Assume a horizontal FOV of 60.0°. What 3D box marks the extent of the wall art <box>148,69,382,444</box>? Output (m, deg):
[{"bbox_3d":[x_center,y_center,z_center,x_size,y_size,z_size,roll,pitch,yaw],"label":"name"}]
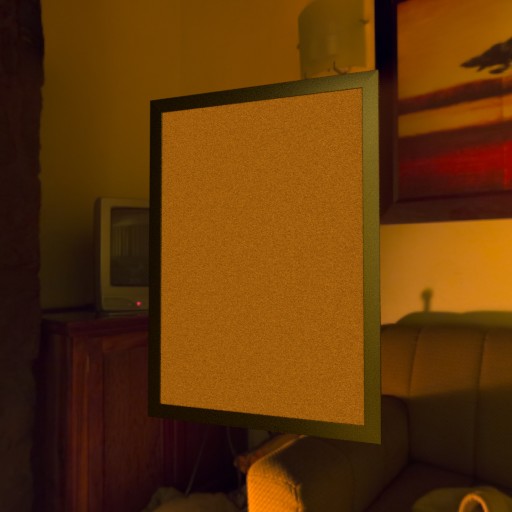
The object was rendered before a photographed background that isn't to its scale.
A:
[{"bbox_3d":[0.000,0.000,0.563,0.304,0.432,0.013,-1,-2,18],"label":"wall art"}]
